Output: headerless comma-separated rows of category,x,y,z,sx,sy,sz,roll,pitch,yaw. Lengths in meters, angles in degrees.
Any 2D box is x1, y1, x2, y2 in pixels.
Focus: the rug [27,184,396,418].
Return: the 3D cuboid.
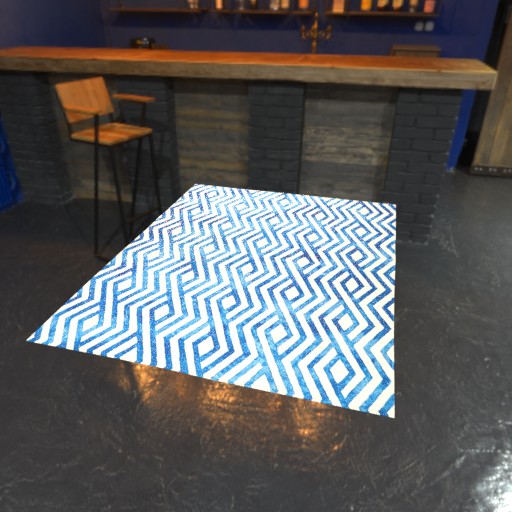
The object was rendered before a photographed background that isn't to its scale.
rug,0.000,0.000,4.039,2.453,0.008,3.059,8,31,13
